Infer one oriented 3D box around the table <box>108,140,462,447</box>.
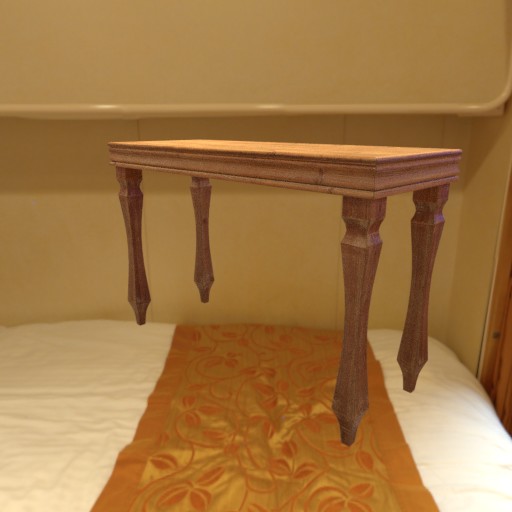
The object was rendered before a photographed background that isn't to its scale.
[{"bbox_3d":[0.000,0.000,1.801,0.522,0.873,1.330,-16,23,-43],"label":"table"}]
